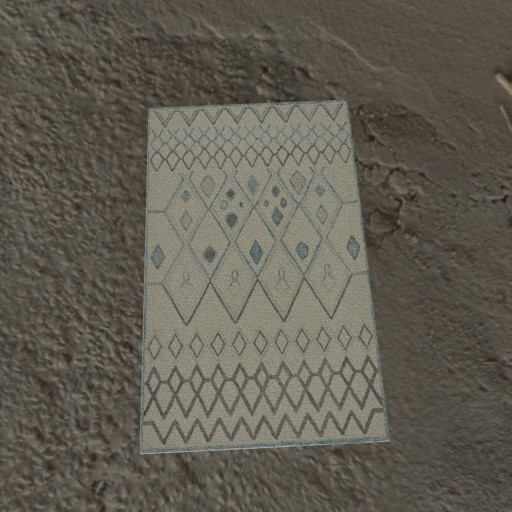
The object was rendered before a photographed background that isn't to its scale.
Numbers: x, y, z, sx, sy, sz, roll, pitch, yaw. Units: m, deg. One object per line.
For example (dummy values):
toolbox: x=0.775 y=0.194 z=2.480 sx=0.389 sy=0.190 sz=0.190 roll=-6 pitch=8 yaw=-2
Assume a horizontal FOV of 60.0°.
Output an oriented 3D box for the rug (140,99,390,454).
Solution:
rug: x=0.000 y=0.000 z=3.047 sx=1.524 sy=0.015 sz=2.439 roll=-3 pitch=73 yaw=-1
